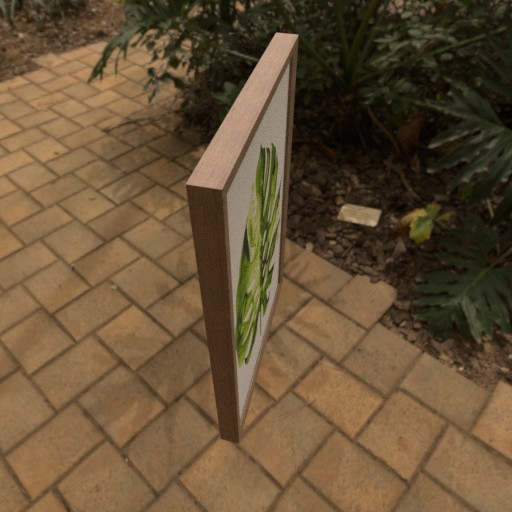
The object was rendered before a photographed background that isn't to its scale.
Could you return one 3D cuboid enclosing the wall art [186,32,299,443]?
[{"bbox_3d":[0.000,0.000,0.660,0.031,0.509,0.356,10,46,10],"label":"wall art"}]
